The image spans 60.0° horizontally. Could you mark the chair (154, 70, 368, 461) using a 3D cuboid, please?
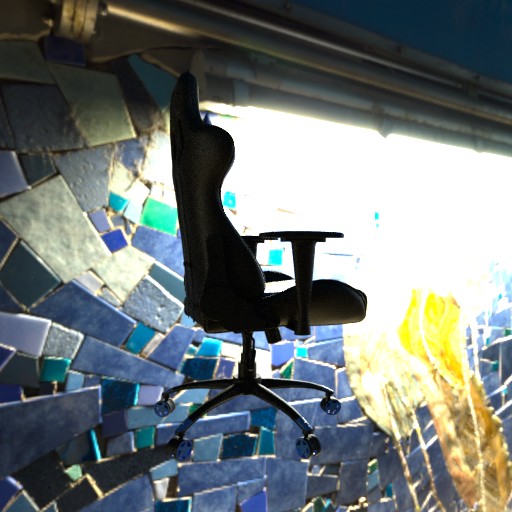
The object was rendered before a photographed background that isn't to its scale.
[{"bbox_3d":[0.000,0.000,1.684,0.730,1.282,0.695,0,1,-18],"label":"chair"}]
